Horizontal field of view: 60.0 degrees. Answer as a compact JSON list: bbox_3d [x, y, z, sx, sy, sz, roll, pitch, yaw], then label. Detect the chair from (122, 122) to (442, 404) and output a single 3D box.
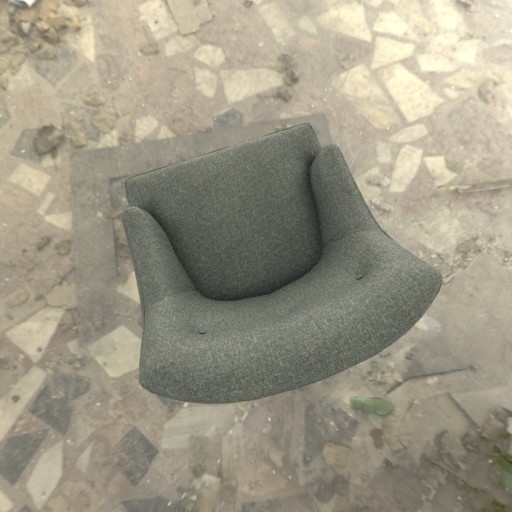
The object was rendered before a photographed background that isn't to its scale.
[{"bbox_3d":[0.000,0.000,1.606,0.864,0.856,0.923,-19,76,-5],"label":"chair"}]
